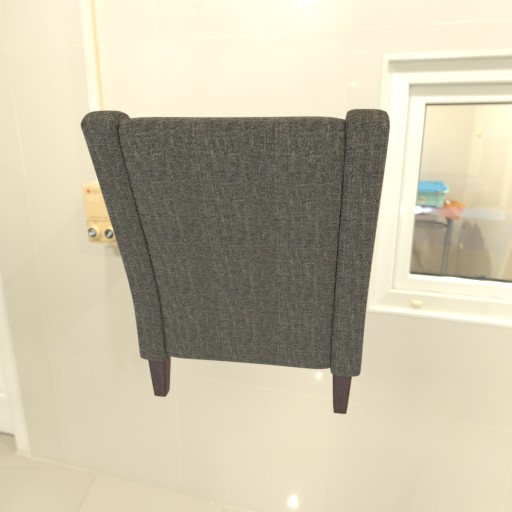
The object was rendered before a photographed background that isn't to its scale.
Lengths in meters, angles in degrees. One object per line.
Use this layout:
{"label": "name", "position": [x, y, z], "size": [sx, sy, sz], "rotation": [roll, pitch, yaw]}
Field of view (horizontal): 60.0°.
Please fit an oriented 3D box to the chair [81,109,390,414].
{"label": "chair", "position": [0.000, 0.000, 1.662], "size": [0.793, 1.012, 0.944], "rotation": [3, 16, 9]}
